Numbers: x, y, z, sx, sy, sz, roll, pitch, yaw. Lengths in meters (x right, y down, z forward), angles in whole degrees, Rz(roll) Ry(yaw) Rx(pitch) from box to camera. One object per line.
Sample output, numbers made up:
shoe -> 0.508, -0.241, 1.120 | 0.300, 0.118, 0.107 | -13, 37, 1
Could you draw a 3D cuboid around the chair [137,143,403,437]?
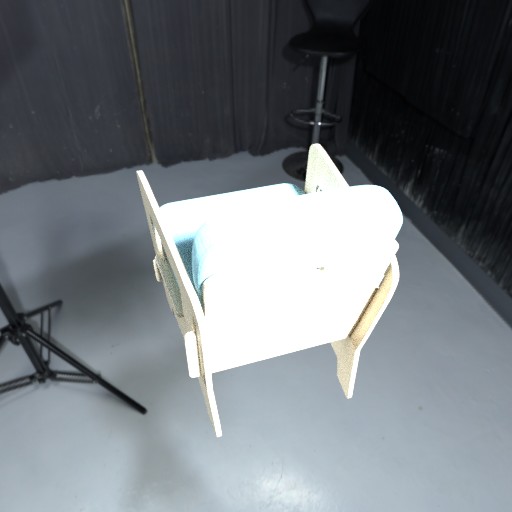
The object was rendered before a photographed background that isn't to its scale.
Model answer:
chair -> 0.000, 0.000, 1.313 | 0.590, 0.800, 0.710 | -12, 43, -13
